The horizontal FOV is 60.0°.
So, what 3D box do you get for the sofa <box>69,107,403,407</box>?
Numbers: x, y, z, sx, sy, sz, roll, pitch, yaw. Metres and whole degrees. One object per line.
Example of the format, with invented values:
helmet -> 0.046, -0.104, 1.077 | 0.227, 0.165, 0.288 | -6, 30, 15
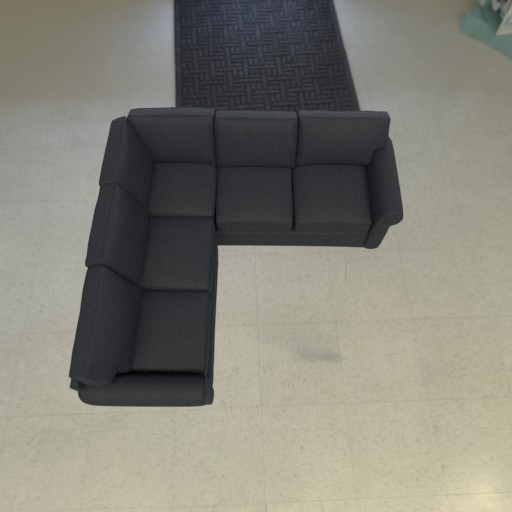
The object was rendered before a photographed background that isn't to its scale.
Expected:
sofa -> 0.000, 0.000, 3.789 | 2.562, 1.042, 2.487 | 0, 65, 0
